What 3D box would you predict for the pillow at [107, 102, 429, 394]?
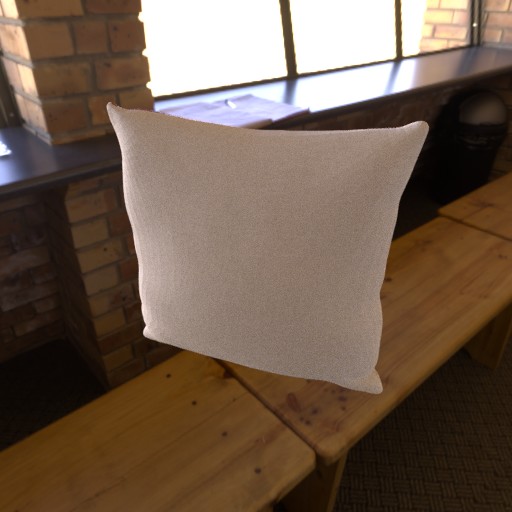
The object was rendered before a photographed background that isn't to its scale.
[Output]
[{"bbox_3d":[0.000,0.000,0.678,0.440,0.441,0.182,9,33,15],"label":"pillow"}]
